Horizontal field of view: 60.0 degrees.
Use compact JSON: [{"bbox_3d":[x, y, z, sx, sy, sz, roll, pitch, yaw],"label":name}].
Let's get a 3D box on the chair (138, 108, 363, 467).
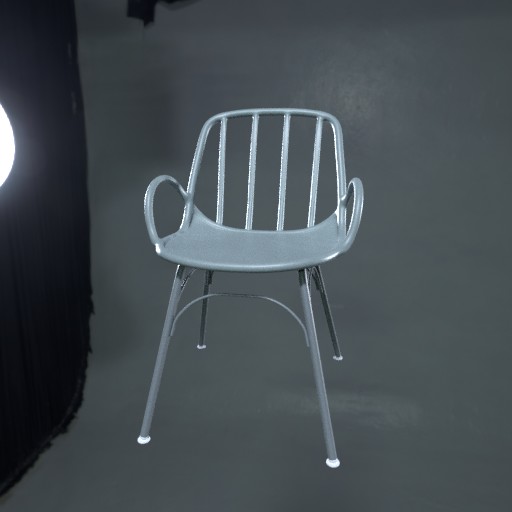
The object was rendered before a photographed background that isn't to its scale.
[{"bbox_3d":[0.000,0.000,1.223,0.549,0.816,0.597,3,15,10],"label":"chair"}]
